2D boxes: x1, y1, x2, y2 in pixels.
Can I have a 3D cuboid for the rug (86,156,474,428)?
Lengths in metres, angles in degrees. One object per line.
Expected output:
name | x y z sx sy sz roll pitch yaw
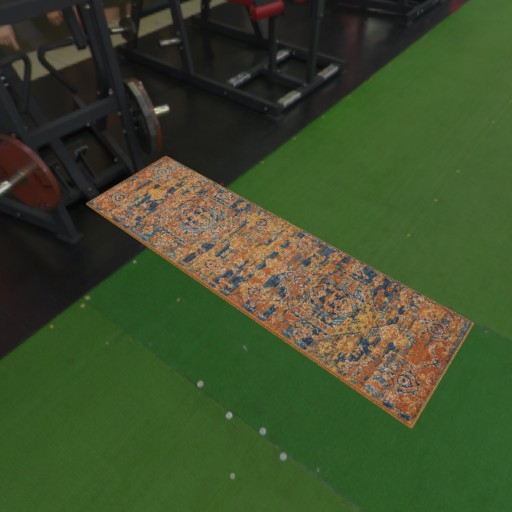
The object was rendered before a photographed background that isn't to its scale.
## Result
rug | 0.000 0.000 2.030 1.820 0.013 0.556 31 54 26
